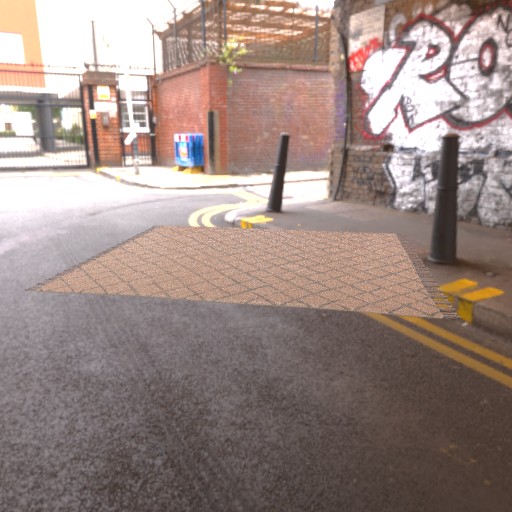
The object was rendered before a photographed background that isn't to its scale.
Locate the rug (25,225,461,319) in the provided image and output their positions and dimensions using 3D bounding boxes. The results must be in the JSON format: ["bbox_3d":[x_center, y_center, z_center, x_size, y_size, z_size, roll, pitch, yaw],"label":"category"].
[{"bbox_3d":[0.000,0.000,4.894,3.585,0.036,2.892,3,15,10],"label":"rug"}]
